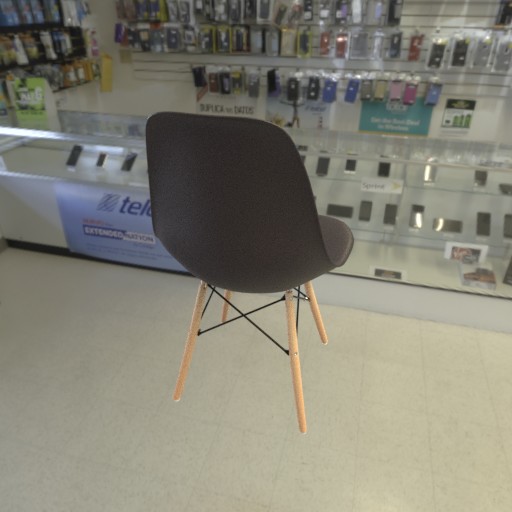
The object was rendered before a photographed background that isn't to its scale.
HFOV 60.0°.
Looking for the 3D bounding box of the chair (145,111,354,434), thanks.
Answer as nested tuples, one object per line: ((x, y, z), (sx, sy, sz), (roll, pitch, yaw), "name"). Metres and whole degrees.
((0.000, 0.000, 1.137), (0.470, 0.825, 0.533), (9, 32, 15), "chair")
